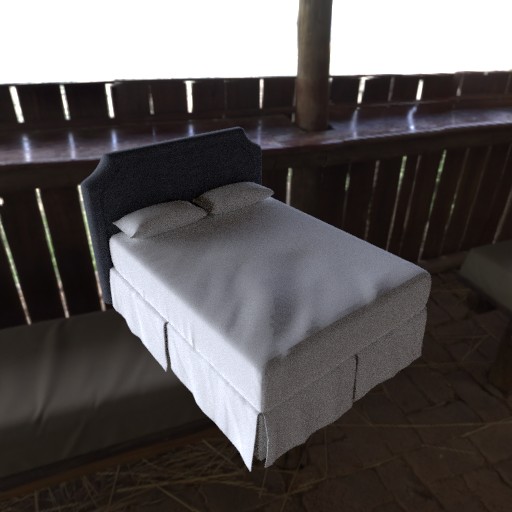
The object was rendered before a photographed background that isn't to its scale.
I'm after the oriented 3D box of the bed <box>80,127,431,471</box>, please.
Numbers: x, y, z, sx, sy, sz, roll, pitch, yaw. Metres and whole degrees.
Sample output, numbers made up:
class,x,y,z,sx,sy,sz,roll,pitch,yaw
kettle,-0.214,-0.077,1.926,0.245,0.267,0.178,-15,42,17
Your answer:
class,x,y,z,sx,sy,sz,roll,pitch,yaw
bed,0.000,0.000,3.253,1.693,1.290,2.116,-22,37,-33
